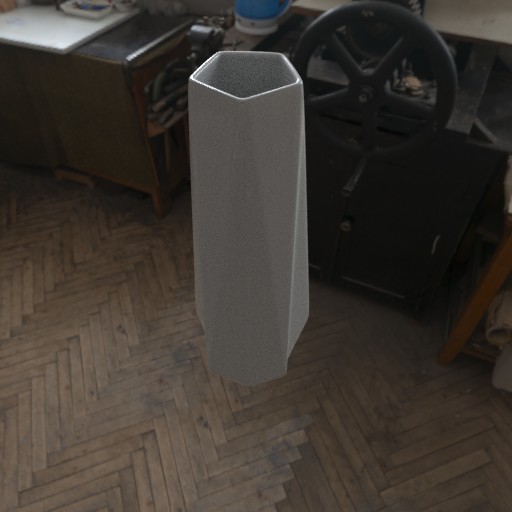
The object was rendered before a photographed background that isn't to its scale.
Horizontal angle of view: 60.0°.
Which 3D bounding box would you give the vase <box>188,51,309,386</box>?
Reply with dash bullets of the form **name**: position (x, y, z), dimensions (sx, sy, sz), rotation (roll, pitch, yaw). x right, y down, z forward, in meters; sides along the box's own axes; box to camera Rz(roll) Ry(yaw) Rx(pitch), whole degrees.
- **vase**: position (0.000, 0.000, 0.389), dimensions (0.116, 0.329, 0.122), rotation (-10, 48, -9)
